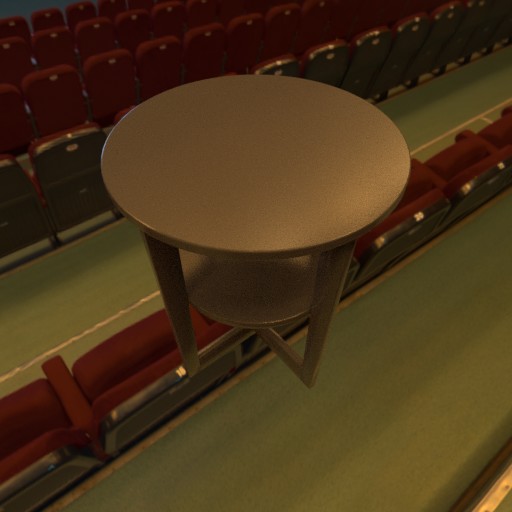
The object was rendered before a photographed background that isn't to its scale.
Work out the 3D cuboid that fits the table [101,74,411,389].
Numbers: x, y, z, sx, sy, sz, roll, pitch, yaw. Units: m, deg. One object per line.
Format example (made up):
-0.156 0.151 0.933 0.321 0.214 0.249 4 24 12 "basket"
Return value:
0.000 0.000 0.933 0.500 0.550 0.500 0 47 0 "table"
